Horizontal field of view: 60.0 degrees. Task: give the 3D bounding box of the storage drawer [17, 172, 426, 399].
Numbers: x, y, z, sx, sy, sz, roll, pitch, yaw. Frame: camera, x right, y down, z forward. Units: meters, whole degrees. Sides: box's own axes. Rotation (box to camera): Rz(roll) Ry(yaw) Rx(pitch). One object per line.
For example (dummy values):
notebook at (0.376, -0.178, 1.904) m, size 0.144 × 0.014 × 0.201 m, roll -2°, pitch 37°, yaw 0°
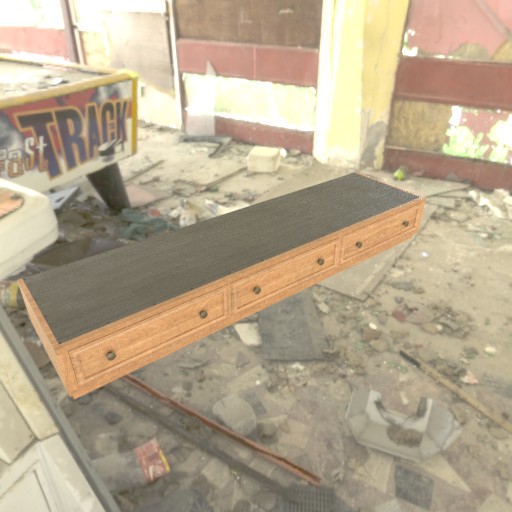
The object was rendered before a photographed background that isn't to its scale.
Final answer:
storage drawer at (0.000, 0.000, 2.213) m, size 2.032 × 0.264 × 0.538 m, roll -22°, pitch 37°, yaw -31°
